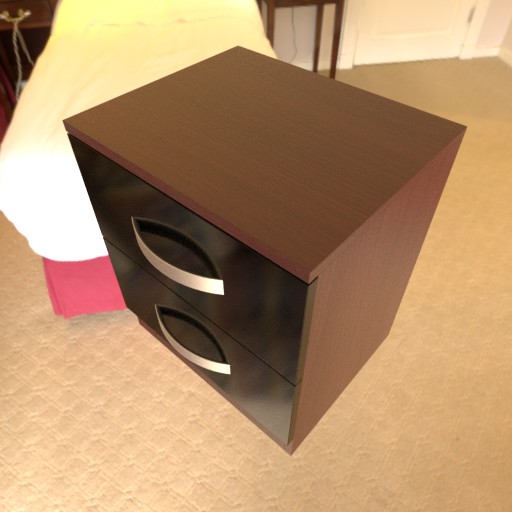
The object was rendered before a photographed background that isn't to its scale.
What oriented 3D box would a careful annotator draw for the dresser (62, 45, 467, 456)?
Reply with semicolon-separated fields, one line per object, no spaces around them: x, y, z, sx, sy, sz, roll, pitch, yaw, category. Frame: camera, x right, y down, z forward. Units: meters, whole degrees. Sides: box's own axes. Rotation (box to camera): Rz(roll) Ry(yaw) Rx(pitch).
0.000;0.000;0.731;0.400;0.470;0.360;33;54;27;dresser
